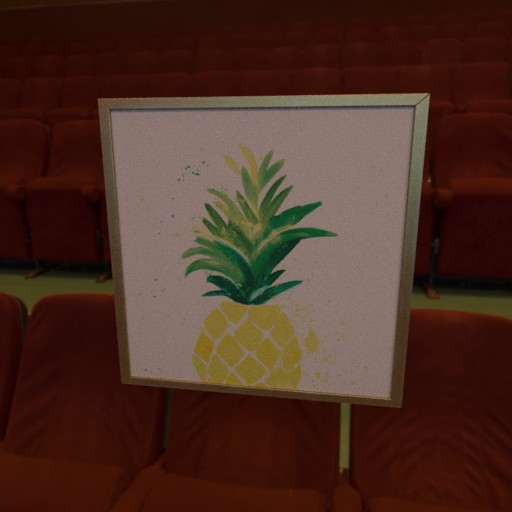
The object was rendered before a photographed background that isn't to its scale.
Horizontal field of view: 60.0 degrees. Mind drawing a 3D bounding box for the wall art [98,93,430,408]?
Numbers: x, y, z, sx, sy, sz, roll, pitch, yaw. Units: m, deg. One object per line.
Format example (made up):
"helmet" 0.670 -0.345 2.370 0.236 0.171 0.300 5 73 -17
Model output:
"wall art" 0.000 0.000 0.751 0.510 0.509 0.033 2 14 9
